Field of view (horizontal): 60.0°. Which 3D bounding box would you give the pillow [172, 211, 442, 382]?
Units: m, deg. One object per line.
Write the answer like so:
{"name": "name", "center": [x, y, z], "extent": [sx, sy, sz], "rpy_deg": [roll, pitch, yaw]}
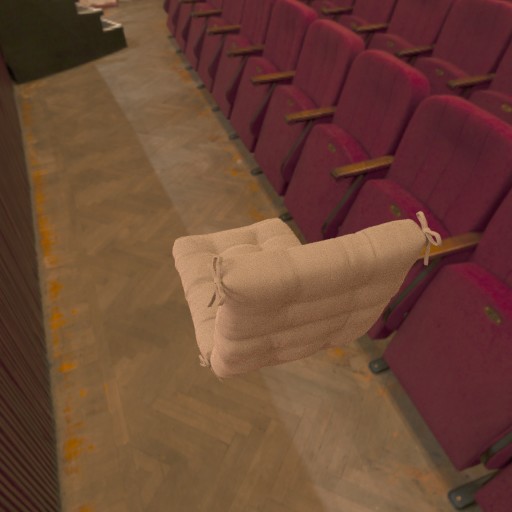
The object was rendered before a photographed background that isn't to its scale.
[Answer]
{"name": "pillow", "center": [0.000, 0.000, 1.506], "extent": [0.526, 0.863, 1.016], "rpy_deg": [-13, 44, -13]}
